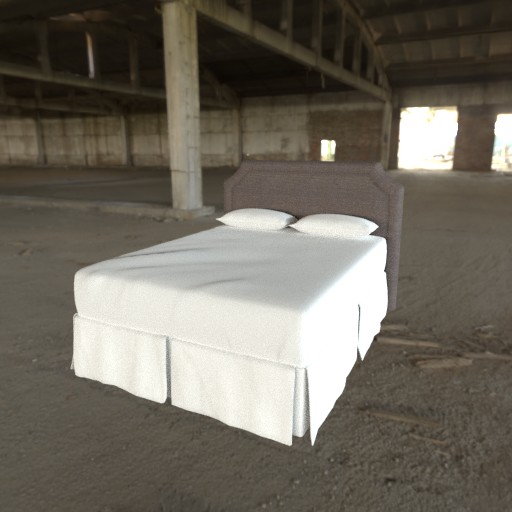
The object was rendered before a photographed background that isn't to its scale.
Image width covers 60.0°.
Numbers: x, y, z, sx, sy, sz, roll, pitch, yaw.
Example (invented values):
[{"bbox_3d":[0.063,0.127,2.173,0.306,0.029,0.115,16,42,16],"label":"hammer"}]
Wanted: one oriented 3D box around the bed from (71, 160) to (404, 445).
[{"bbox_3d":[0.000,0.000,3.196,1.693,1.290,2.116,7,15,26],"label":"bed"}]
